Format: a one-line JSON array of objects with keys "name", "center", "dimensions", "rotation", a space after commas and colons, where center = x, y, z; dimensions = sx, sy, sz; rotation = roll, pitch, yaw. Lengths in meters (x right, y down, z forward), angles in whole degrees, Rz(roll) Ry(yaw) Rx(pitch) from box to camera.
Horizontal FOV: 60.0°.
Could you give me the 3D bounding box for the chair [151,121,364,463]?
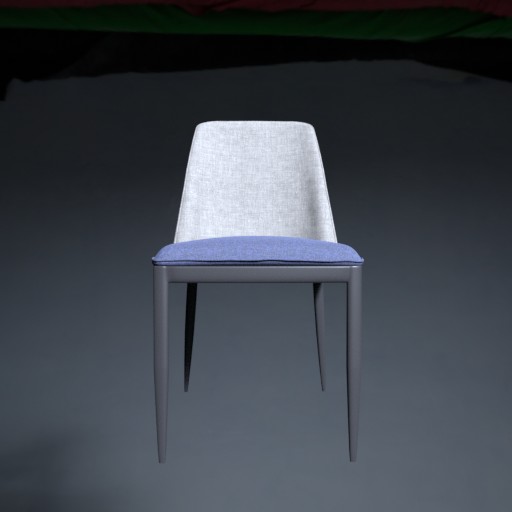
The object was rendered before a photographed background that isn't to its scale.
[{"name": "chair", "center": [0.000, 0.000, 1.176], "dimensions": [0.488, 0.855, 0.550], "rotation": [0, 1, -1]}]
